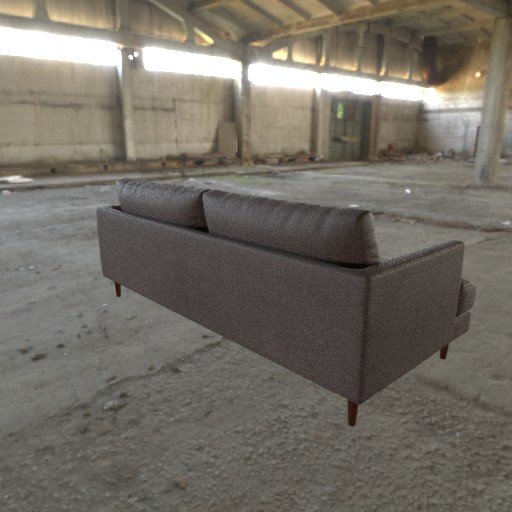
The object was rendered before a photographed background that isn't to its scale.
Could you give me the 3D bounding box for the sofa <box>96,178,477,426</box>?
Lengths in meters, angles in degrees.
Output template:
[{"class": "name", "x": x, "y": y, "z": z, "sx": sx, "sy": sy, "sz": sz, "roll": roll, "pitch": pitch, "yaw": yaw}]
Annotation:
[{"class": "sofa", "x": 0.000, "y": 0.000, "z": 2.715, "sx": 1.020, "sy": 0.868, "sz": 2.250, "roll": -14, "pitch": 20, "yaw": -41}]
